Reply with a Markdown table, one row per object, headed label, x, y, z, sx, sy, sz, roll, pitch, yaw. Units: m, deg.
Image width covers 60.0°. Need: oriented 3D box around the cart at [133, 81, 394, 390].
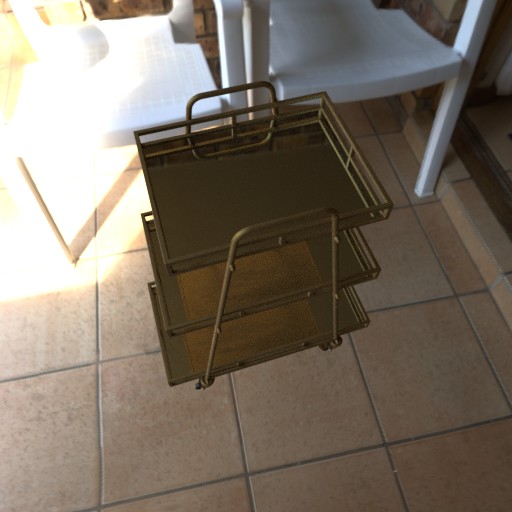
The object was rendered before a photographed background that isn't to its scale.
| label | x | y | z | sx | sy | sz | roll | pitch | yaw |
| --- | --- | --- | --- | --- | --- | --- | --- | --- | --- |
| cart | 0.000 | 0.000 | 1.309 | 0.711 | 0.883 | 0.441 | -15 | 60 | -9 |
